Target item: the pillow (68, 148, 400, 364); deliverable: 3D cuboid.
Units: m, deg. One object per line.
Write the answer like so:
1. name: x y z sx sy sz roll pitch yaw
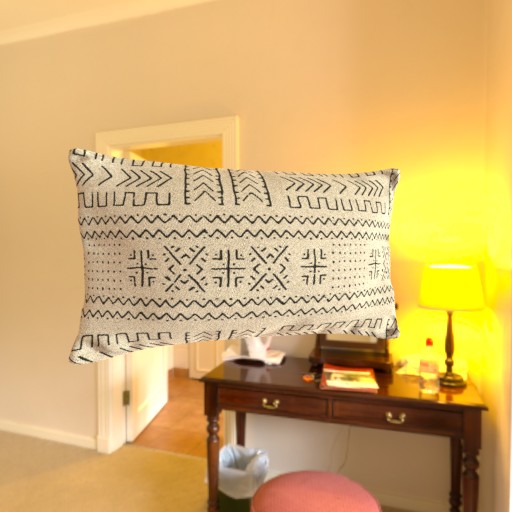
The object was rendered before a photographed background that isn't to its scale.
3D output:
1. pillow: 0.000 0.000 0.809 0.637 0.352 0.188 -1 2 -19
